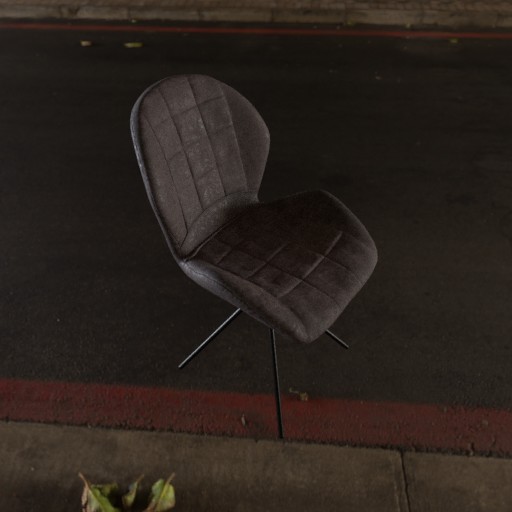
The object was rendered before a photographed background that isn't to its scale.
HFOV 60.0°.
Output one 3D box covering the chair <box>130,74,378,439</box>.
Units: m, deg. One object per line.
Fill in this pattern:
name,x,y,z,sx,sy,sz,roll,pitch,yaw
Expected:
chair,0.000,0.000,1.338,0.640,0.934,0.527,26,46,27
